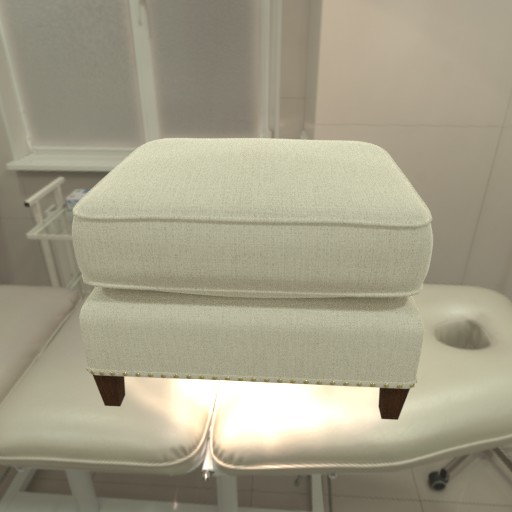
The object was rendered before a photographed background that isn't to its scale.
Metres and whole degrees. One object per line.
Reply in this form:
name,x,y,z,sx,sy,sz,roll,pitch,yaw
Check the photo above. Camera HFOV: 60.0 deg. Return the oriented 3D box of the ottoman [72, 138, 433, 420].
ottoman,0.000,0.000,1.153,0.738,0.537,0.589,2,29,3
